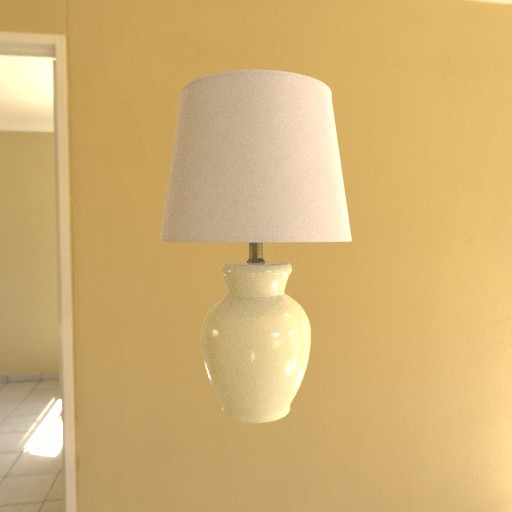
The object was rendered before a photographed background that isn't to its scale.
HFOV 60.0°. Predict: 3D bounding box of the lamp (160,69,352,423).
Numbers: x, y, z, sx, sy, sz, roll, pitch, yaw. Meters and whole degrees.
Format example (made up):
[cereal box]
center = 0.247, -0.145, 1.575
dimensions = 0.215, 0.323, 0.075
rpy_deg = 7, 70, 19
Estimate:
[lamp]
center = 0.000, 0.000, 0.567
dimensions = 0.239, 0.399, 0.239
rpy_deg = 0, 3, 0
